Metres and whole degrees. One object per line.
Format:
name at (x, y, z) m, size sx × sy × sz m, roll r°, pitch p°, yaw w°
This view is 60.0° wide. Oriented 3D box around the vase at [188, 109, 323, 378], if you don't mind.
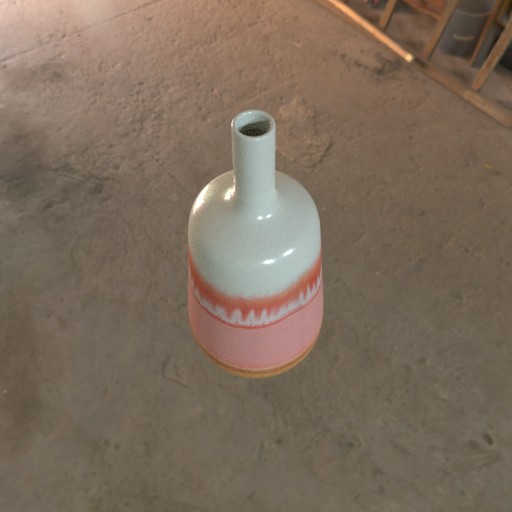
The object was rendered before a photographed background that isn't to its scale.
vase at (0.000, 0.000, 0.388) m, size 0.144 × 0.296 × 0.144 m, roll 0°, pitch 58°, yaw 0°
